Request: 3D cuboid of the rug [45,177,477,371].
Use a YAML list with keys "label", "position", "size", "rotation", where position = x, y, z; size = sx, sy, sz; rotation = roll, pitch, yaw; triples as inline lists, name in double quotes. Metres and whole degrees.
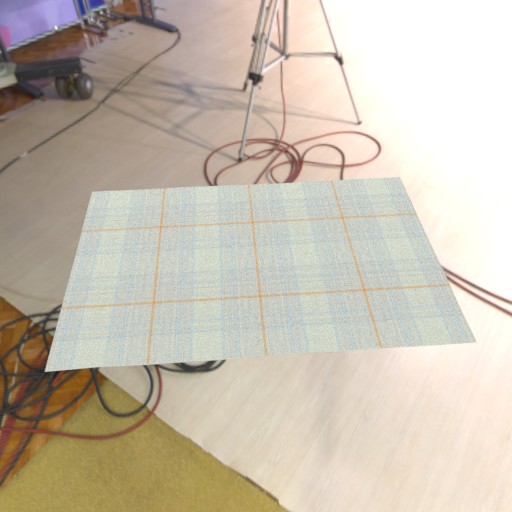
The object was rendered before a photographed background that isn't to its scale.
- label: "rug"
  position: [0.000, 0.000, 3.003]
  size: [2.442, 0.016, 1.527]
  rotation: [-3, 48, -3]
